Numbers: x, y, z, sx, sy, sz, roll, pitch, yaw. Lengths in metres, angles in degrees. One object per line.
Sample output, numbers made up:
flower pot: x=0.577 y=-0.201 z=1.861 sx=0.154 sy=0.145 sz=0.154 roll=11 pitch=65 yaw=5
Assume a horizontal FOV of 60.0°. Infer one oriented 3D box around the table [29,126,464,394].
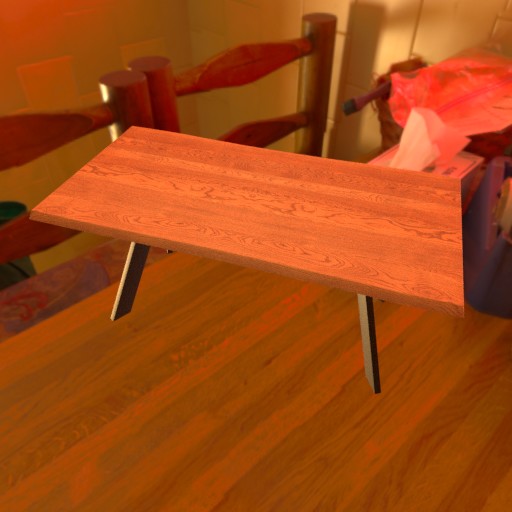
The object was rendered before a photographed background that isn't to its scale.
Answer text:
table: x=0.000 y=0.000 z=2.282 sx=1.800 sy=0.770 sz=0.900 roll=12 pitch=43 yaw=13
